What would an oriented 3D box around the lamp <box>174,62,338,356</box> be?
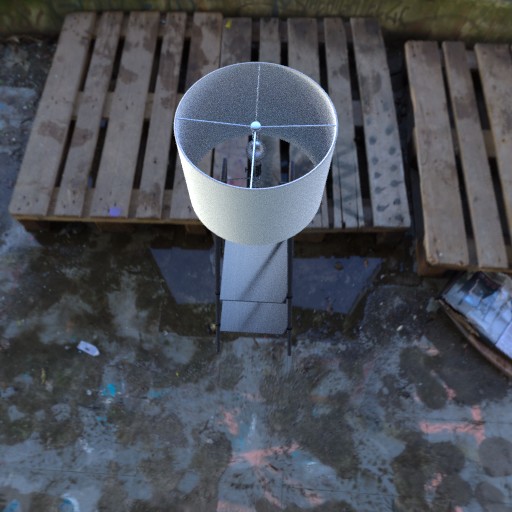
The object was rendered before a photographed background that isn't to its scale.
[{"bbox_3d":[0.000,0.000,1.685,0.384,1.474,0.427,3,65,1],"label":"lamp"}]
